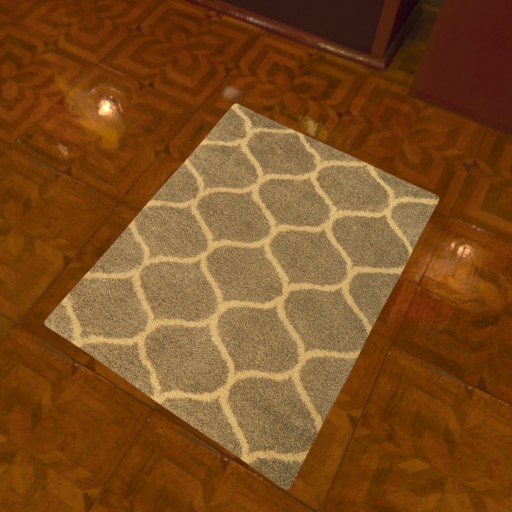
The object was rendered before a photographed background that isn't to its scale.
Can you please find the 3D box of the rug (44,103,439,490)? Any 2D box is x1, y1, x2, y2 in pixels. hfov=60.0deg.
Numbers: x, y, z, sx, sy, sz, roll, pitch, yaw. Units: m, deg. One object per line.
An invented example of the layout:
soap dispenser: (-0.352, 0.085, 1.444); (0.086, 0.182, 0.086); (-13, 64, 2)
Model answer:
rug: (0.000, 0.000, 4.052); (2.399, 0.026, 3.000); (29, 66, 14)
